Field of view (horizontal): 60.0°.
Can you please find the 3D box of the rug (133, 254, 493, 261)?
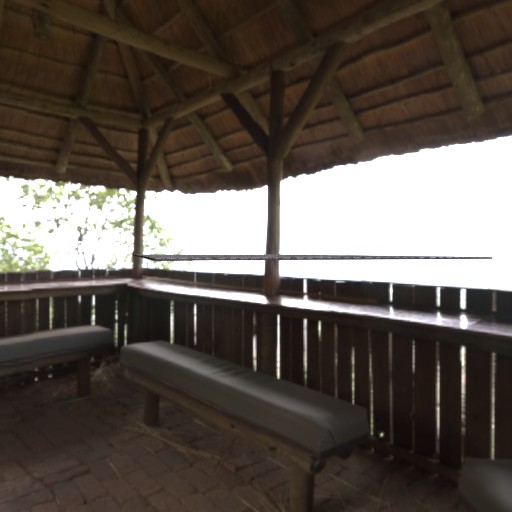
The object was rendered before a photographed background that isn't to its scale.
[{"bbox_3d":[0.000,0.000,2.963,1.517,0.011,2.435,0,1,-17],"label":"rug"}]
